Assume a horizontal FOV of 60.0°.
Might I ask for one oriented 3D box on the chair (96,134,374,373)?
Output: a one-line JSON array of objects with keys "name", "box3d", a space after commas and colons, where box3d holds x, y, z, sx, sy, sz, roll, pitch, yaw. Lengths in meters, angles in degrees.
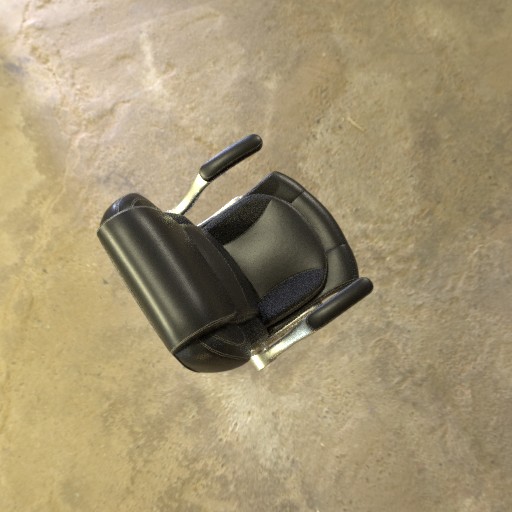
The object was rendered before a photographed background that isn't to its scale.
[{"name": "chair", "box3d": [0.000, 0.000, 1.696, 0.801, 1.141, 0.724, -34, 78, -8]}]
